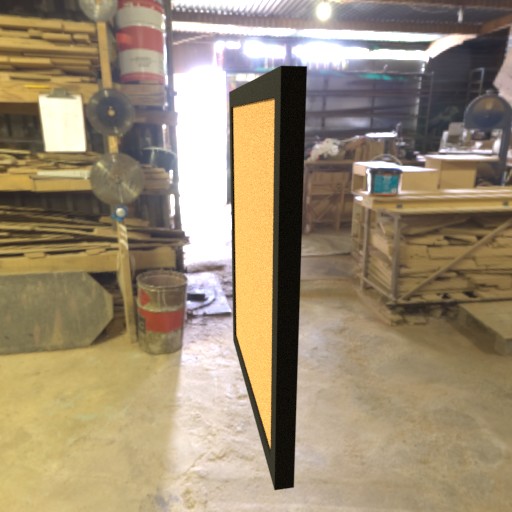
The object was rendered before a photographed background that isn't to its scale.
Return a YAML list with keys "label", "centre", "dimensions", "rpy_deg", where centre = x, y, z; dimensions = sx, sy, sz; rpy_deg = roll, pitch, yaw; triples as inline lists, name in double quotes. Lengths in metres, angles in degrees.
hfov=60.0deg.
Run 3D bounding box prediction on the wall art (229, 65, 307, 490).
- label: "wall art"
  centre: [0.000, 0.000, 0.767]
  dimensions: [0.029, 0.559, 0.457]
  rpy_deg: [-3, 17, -10]
